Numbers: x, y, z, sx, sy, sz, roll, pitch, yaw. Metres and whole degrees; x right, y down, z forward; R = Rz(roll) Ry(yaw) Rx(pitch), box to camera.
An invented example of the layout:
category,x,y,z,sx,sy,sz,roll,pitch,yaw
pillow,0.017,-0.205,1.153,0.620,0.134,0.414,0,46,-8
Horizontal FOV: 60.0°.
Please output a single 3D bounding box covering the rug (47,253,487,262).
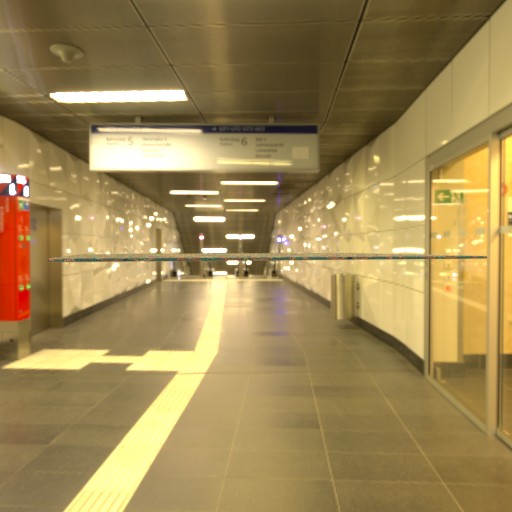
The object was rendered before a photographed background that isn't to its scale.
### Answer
category,x,y,z,sx,sy,sz,roll,pitch,yaw
rug,0.000,0.000,2.919,2.290,0.016,1.527,0,1,-16
